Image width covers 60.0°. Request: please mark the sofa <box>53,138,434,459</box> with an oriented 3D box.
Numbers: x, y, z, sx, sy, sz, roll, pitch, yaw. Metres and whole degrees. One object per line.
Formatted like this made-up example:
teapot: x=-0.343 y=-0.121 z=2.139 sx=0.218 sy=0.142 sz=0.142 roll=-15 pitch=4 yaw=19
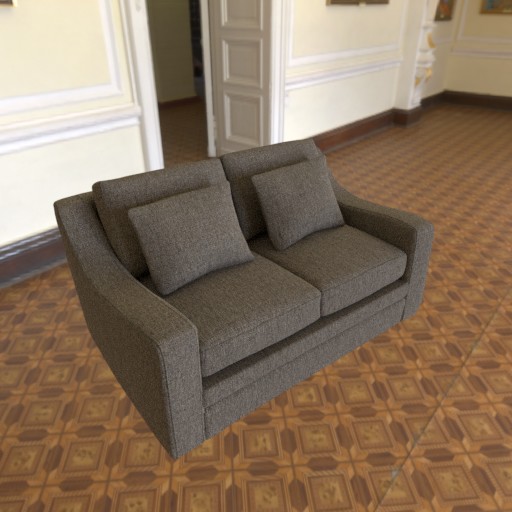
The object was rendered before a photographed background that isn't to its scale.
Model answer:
sofa: x=0.000 y=0.000 z=2.457 sx=1.778 sy=0.991 sz=1.120 roll=-20 pitch=35 yaw=-32
